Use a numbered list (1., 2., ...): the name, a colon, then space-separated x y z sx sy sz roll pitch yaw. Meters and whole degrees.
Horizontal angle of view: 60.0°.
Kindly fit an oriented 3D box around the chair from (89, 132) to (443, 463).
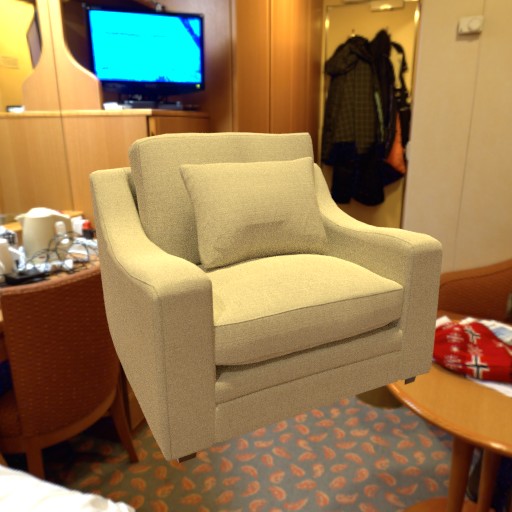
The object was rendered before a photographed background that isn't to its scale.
1. chair: 0.000 0.000 1.901 1.178 1.016 1.009 -8 18 -26
